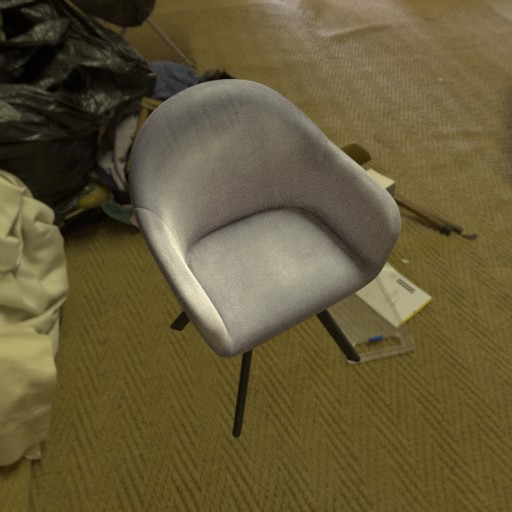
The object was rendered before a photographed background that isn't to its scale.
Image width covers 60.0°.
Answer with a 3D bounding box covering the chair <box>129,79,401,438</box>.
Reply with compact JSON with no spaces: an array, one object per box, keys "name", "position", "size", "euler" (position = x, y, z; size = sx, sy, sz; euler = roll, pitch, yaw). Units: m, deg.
[{"name":"chair","position":[0.000,0.000,1.214],"size":[0.570,0.780,0.540],"euler":[-25,53,-21]}]
